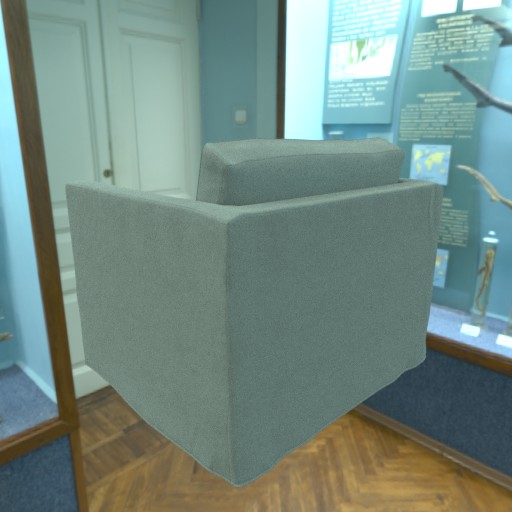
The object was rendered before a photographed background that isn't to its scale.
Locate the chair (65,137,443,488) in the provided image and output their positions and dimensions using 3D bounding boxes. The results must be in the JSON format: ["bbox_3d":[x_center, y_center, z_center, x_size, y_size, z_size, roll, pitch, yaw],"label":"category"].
[{"bbox_3d":[0.000,0.000,1.662,1.057,0.863,0.949,-14,21,-41],"label":"chair"}]
